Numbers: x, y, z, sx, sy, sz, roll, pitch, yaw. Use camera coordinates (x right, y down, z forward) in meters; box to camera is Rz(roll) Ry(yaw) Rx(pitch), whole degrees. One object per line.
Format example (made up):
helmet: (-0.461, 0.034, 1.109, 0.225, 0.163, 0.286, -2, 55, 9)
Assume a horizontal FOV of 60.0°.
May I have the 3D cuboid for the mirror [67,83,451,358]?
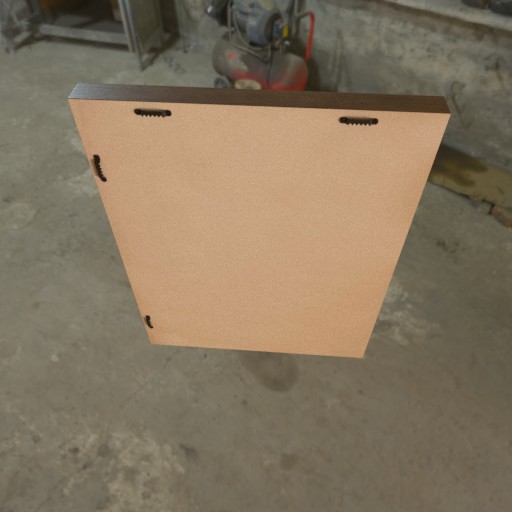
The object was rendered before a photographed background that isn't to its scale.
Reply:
mirror: (0.000, 0.000, 0.666, 0.406, 0.509, 0.041, 3, 48, 3)
